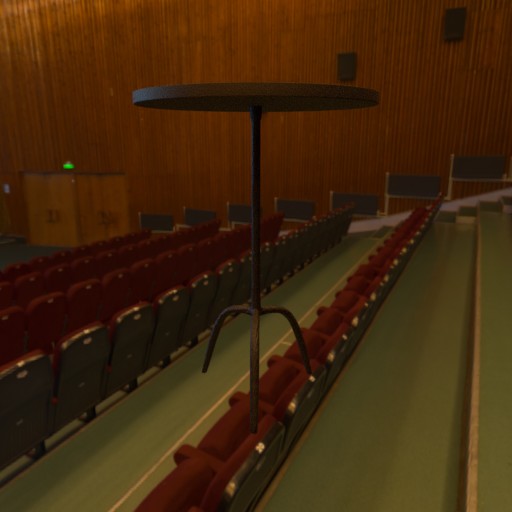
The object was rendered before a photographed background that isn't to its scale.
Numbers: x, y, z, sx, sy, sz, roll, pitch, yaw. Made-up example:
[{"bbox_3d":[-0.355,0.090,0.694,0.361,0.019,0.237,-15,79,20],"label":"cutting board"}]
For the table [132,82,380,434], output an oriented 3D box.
[{"bbox_3d":[0.000,0.000,1.025,0.502,0.700,0.502,7,17,24],"label":"table"}]
